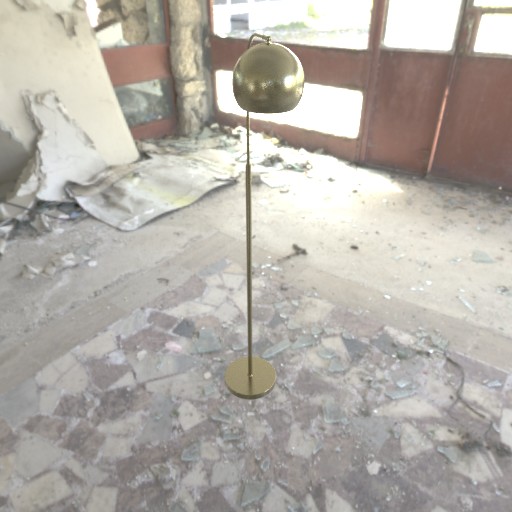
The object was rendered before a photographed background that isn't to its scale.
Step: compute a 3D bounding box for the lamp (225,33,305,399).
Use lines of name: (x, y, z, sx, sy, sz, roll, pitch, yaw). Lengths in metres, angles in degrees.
lamp: (0.000, 0.000, 1.686, 0.250, 1.526, 0.431, -9, 33, -15)
